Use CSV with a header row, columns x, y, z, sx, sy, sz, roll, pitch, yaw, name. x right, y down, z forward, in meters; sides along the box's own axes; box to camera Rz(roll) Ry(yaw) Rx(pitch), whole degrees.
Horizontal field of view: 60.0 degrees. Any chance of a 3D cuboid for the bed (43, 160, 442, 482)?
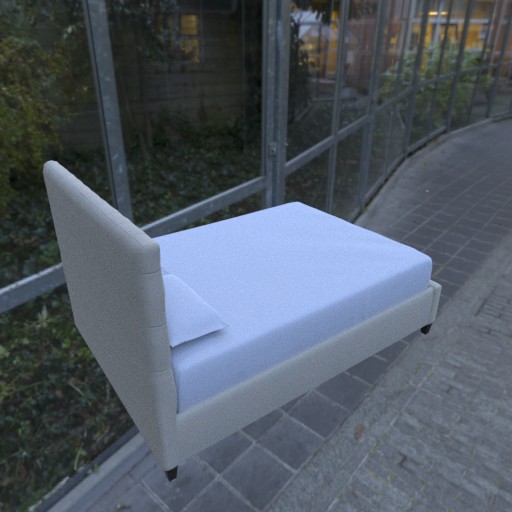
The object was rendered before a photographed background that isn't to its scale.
x,y,z,sx,sy,sz,roll,pitch,yaw,name
0.000,0.000,3.306,2.387,1.427,1.698,-18,31,-31,bed
